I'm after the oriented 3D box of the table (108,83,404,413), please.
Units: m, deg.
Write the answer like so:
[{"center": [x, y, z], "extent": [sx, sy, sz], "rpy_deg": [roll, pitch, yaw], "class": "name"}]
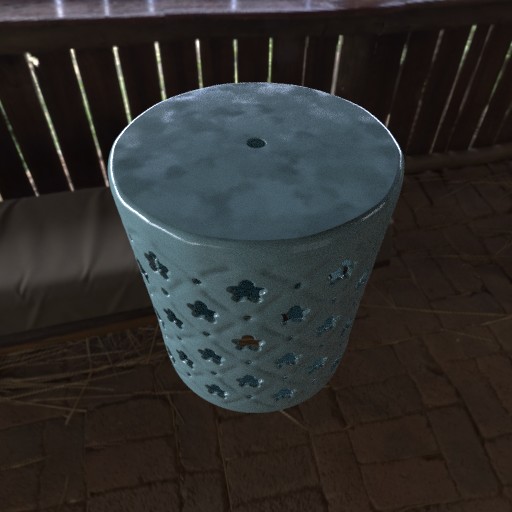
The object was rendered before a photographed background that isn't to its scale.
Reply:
[{"center": [0.000, 0.000, 0.665], "extent": [0.352, 0.387, 0.352], "rpy_deg": [0, 46, 0], "class": "table"}]
